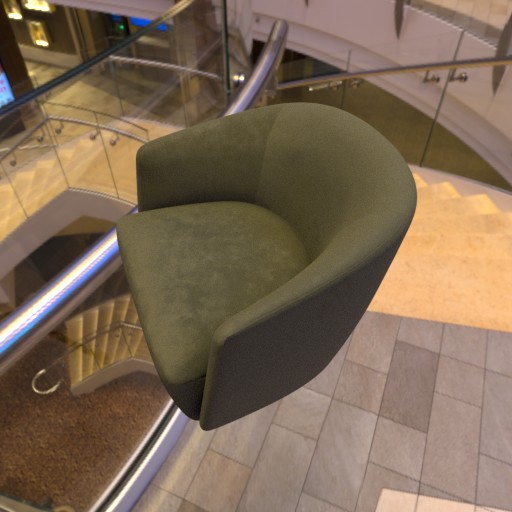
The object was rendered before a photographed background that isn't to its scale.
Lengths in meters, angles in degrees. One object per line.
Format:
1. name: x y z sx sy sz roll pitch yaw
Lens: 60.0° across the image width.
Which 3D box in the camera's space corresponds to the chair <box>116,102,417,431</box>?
1. chair: 0.000 0.000 1.360 0.767 0.698 0.773 -17 48 -16
